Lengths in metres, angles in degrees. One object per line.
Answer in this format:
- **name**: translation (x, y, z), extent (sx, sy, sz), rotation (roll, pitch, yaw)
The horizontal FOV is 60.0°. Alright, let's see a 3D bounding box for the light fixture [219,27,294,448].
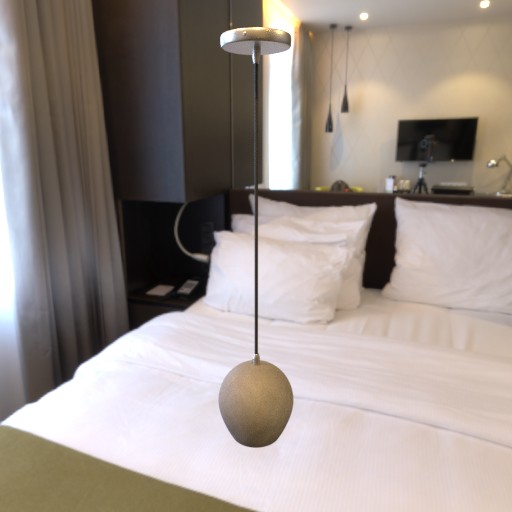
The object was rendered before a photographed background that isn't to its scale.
- **light fixture**: translation (0.000, 0.000, 0.836), extent (0.153, 0.760, 0.153), rotation (-2, 14, -10)
